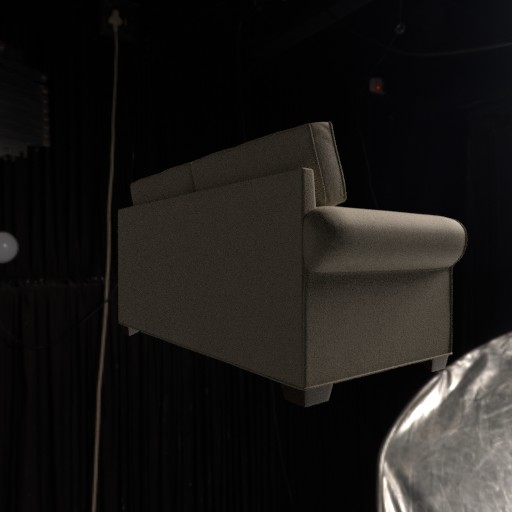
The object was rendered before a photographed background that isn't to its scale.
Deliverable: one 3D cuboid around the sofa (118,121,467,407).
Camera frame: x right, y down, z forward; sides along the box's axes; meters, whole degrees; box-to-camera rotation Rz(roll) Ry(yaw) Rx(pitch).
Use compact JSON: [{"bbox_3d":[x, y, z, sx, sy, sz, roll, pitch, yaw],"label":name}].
[{"bbox_3d":[0.000,0.000,2.255,0.861,0.933,1.774,0,0,-37],"label":"sofa"}]
